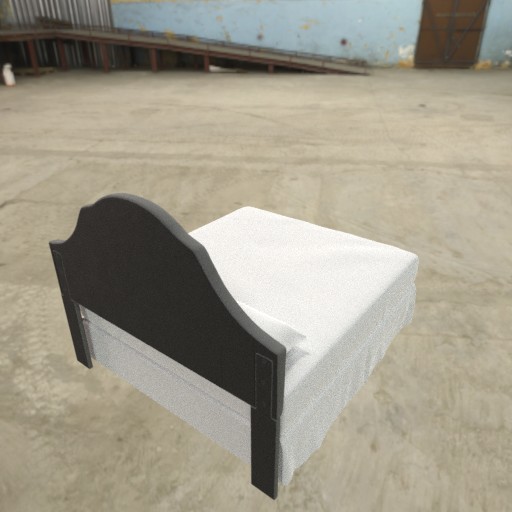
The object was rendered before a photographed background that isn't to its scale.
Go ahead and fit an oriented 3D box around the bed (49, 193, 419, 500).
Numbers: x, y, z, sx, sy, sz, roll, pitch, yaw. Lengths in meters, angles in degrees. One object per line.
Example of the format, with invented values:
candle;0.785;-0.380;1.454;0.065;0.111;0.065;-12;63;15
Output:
bed;0.000;0.000;3.460;2.008;1.615;2.214;20;34;32
